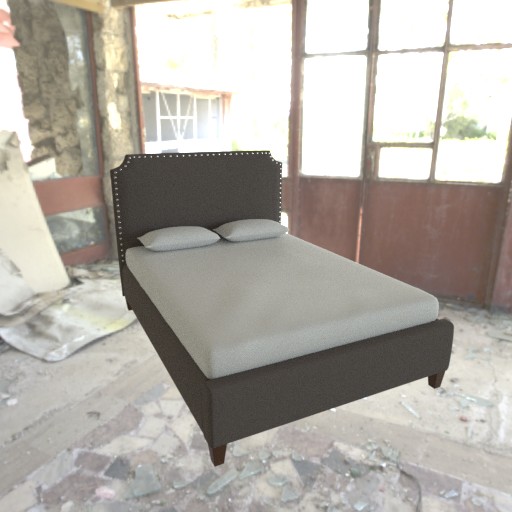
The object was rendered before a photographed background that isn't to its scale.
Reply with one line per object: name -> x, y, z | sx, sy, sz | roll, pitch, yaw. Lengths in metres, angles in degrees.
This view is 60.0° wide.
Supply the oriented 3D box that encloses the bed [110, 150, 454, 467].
bed -> 0.000, 0.000, 3.416 | 1.713, 1.443, 2.372 | -8, 19, -25
